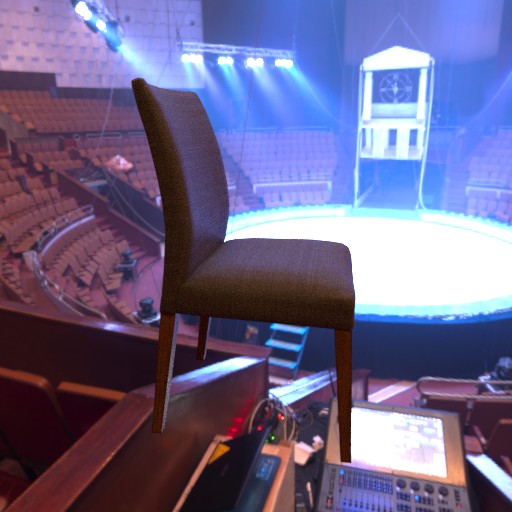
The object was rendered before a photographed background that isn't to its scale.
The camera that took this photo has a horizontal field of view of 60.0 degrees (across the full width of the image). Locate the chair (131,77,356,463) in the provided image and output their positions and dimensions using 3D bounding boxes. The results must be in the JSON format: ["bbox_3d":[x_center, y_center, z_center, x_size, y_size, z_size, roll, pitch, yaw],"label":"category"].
[{"bbox_3d":[0.000,0.000,1.294,0.585,0.940,0.496,3,16,10],"label":"chair"}]
